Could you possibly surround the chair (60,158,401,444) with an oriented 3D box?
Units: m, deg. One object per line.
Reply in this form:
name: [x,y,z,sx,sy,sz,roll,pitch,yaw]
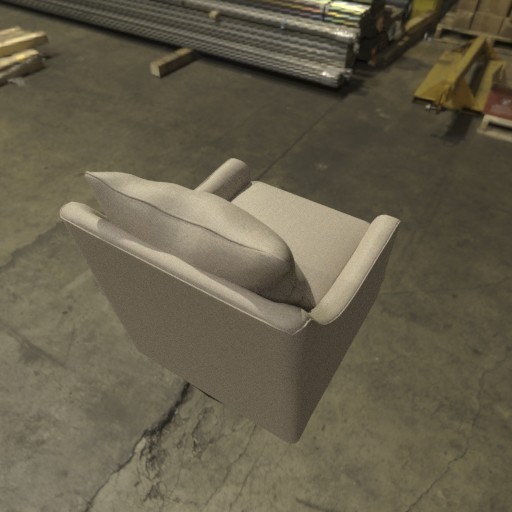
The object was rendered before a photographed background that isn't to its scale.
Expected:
chair: [0.000,0.000,1.558,0.760,0.942,0.876,24,51,22]
